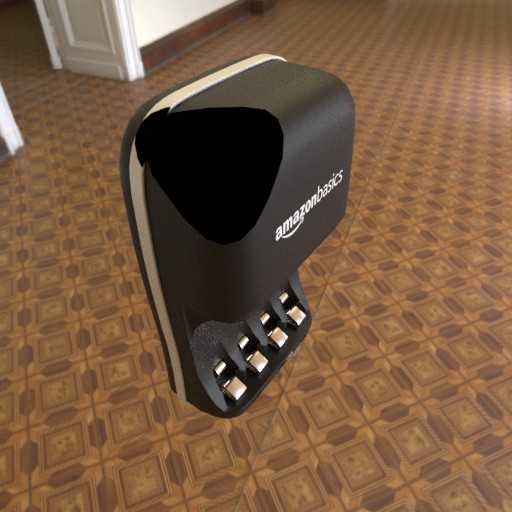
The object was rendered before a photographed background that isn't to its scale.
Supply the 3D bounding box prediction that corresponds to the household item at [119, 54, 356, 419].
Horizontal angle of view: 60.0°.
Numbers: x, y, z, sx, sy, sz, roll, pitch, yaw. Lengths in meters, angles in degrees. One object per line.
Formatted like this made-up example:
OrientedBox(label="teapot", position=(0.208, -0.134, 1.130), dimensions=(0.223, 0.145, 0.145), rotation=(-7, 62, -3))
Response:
OrientedBox(label="household item", position=(0.000, 0.000, 0.147), dimensions=(0.038, 0.114, 0.070), rotation=(25, 47, 26))
